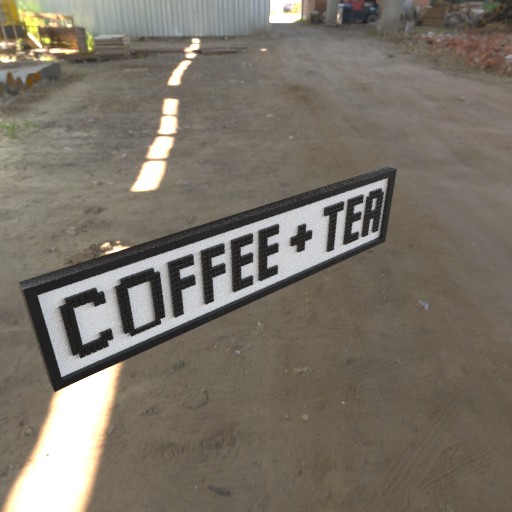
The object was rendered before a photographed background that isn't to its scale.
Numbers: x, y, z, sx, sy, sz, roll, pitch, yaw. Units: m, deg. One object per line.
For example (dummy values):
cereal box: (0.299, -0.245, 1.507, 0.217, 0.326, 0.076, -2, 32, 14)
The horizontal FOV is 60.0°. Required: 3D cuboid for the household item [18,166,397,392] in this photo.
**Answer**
household item: (0.000, 0.000, 1.068, 1.001, 0.236, 0.030, -21, 36, -32)
